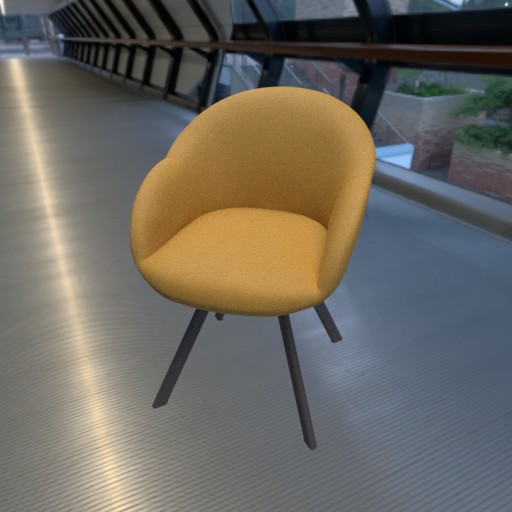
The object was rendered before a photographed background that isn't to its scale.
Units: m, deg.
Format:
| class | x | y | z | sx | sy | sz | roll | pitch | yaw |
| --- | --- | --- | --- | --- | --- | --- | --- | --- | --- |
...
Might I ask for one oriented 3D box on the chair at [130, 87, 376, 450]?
| class | x | y | z | sx | sy | sz | roll | pitch | yaw |
| --- | --- | --- | --- | --- | --- | --- | --- | --- | --- |
| chair | 0.000 | 0.000 | 1.190 | 0.551 | 0.793 | 0.583 | 8 | 28 | 16 |
